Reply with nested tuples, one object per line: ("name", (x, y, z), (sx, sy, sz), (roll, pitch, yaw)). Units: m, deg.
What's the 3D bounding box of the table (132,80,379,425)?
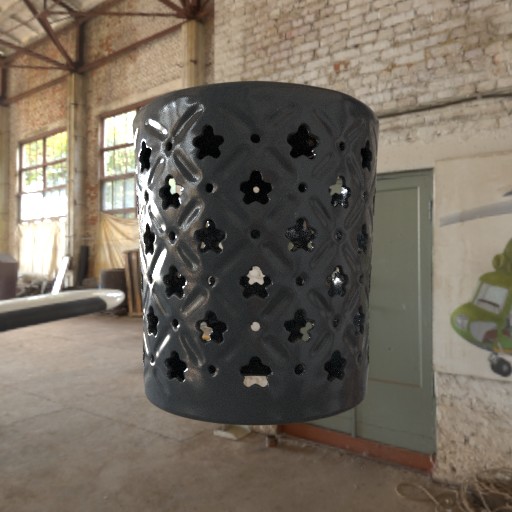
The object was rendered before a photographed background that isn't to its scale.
("table", (0.000, 0.000, 0.652), (0.352, 0.387, 0.352), (0, -1, 0))
